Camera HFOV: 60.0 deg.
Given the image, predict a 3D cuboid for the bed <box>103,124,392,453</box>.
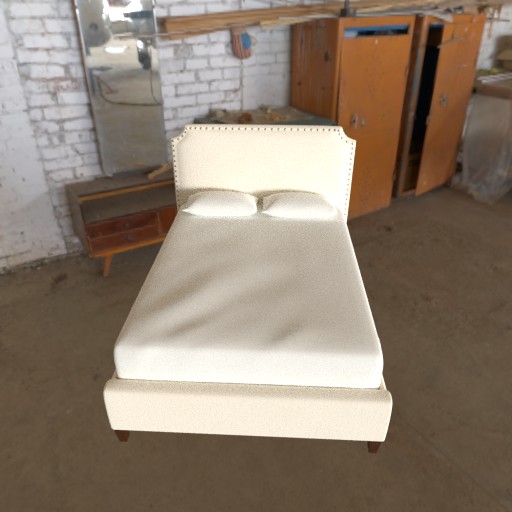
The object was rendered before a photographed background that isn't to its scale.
[{"bbox_3d":[0.000,0.000,3.419,1.712,1.443,2.365,2,30,3],"label":"bed"}]
